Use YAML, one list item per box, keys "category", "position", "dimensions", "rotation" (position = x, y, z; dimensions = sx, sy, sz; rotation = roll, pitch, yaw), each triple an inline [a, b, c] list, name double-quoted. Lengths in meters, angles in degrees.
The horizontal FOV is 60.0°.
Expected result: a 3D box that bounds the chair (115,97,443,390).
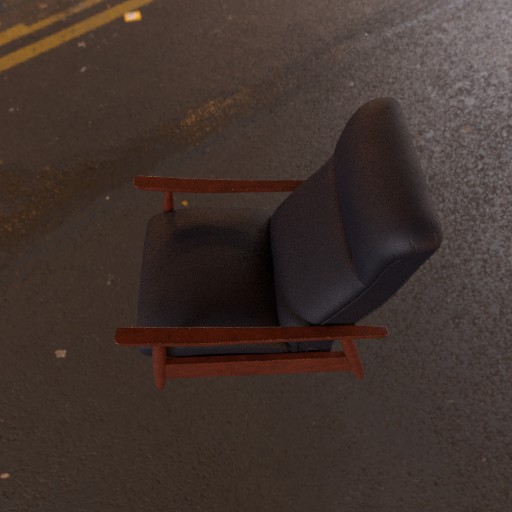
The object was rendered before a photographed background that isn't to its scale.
- category: "chair"
  position: [0.000, 0.000, 1.797]
  dimensions: [1.014, 1.082, 0.762]
  rotation: [-3, 58, -2]
